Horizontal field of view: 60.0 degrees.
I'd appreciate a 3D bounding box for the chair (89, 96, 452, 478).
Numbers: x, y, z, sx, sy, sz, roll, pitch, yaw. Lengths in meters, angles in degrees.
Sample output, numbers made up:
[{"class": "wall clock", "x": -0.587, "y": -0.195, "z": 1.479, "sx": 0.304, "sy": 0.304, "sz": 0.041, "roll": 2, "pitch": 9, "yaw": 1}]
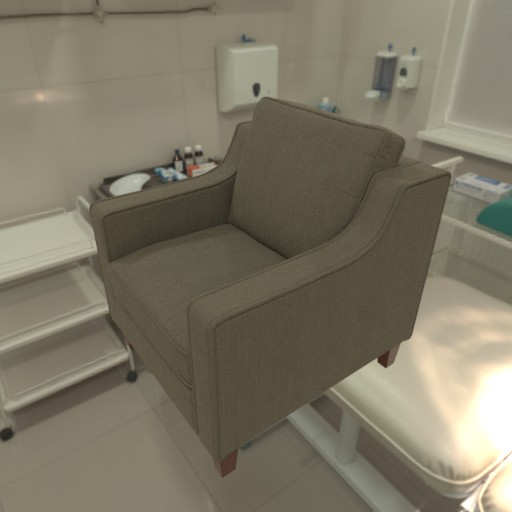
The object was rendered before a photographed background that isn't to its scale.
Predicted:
[{"class": "chair", "x": 0.000, "y": 0.000, "z": 1.597, "sx": 0.909, "sy": 0.960, "sz": 0.831, "roll": -21, "pitch": 37, "yaw": -31}]
